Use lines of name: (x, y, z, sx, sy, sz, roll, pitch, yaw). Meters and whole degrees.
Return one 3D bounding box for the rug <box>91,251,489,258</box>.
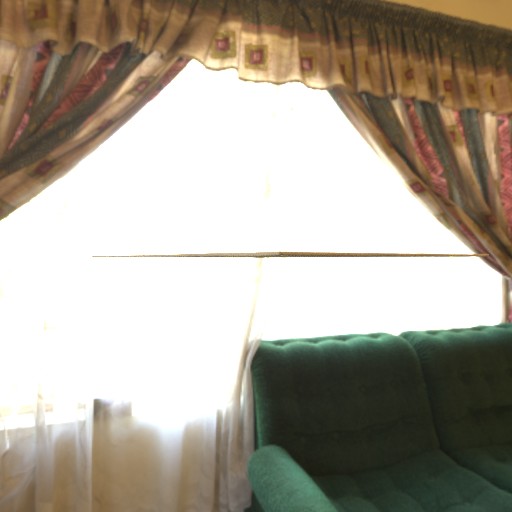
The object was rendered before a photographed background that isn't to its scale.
rug: (0.000, 0.000, 3.104, 1.575, 0.023, 2.459, 0, 0, -36)
